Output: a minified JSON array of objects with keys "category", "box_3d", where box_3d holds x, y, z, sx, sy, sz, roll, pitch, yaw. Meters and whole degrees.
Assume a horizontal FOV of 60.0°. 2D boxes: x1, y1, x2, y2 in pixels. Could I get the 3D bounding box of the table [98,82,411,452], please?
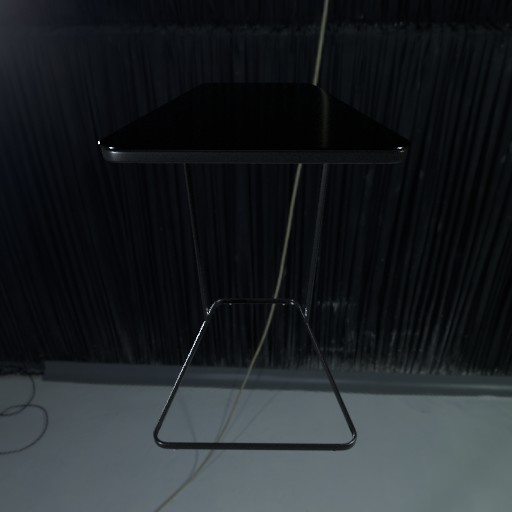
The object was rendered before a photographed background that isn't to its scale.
[{"category":"table","box_3d":[0.000,0.000,0.953,0.427,0.624,0.500,0,31,1]}]
